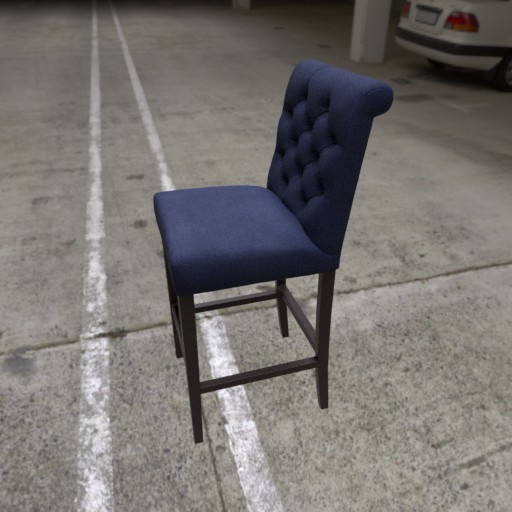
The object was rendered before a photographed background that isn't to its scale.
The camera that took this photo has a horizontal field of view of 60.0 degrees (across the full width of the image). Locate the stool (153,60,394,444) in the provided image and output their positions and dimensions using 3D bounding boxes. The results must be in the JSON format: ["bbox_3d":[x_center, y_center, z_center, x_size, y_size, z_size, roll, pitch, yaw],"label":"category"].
[{"bbox_3d":[0.000,0.000,1.475,0.601,1.140,0.493,-9,32,-15],"label":"stool"}]
